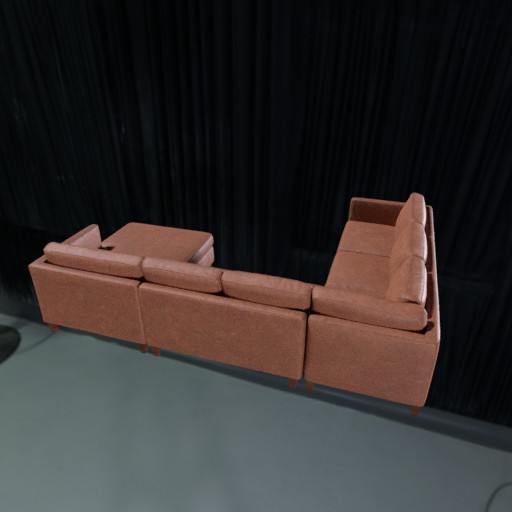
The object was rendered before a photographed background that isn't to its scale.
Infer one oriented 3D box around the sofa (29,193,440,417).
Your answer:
[{"bbox_3d":[0.000,0.000,4.629,3.460,0.923,2.593,9,30,16],"label":"sofa"}]
